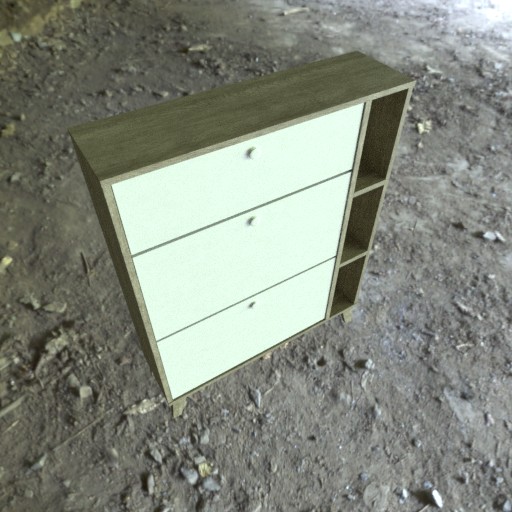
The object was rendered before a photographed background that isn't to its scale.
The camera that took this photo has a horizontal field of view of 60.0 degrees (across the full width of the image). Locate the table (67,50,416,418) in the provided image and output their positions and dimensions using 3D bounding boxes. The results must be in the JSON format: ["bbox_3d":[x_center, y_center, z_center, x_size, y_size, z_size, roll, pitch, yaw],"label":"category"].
[{"bbox_3d":[0.000,0.000,1.553,0.902,1.135,0.256,-24,50,-21],"label":"table"}]
